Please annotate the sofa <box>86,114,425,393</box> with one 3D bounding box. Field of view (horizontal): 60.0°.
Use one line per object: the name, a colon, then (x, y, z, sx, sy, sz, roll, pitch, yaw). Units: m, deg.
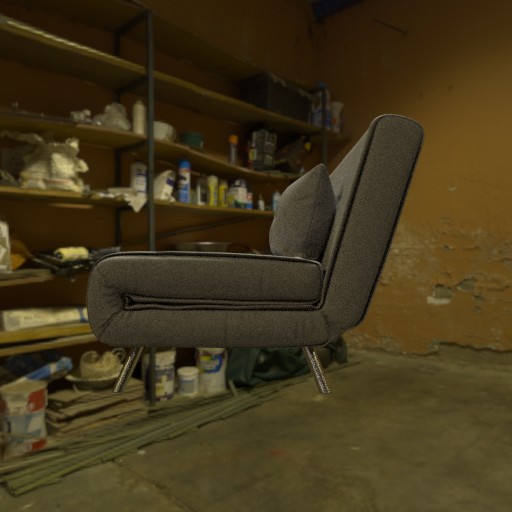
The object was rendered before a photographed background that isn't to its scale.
sofa: (0.000, 0.000, 1.783, 1.000, 0.825, 1.020, 0, 0, 1)
